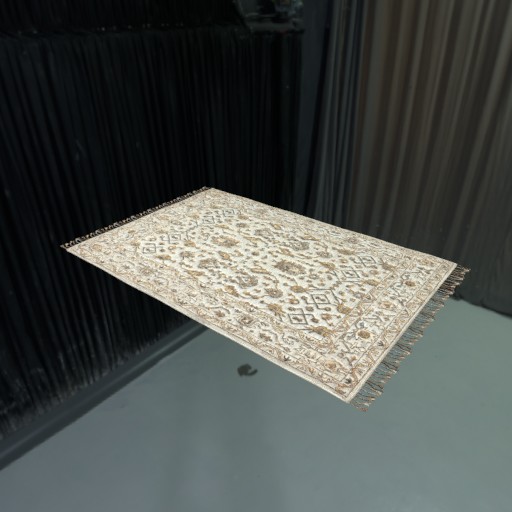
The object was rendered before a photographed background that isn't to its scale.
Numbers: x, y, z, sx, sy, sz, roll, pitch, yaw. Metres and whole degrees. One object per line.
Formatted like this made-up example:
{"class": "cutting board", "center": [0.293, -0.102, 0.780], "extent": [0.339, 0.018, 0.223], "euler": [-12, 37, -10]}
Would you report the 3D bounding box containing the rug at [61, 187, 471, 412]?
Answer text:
{"class": "rug", "center": [0.000, 0.000, 3.073], "extent": [2.434, 0.027, 1.529], "euler": [21, 36, 33]}
